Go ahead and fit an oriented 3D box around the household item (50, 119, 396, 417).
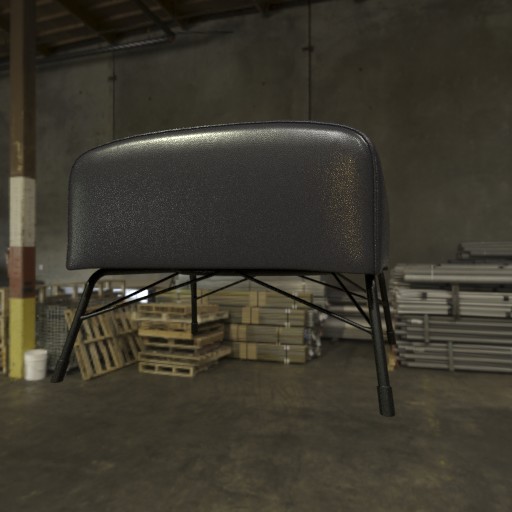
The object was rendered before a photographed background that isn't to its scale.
[{"bbox_3d":[0.000,0.000,0.883,0.530,0.410,0.530,0,-1,18],"label":"household item"}]
